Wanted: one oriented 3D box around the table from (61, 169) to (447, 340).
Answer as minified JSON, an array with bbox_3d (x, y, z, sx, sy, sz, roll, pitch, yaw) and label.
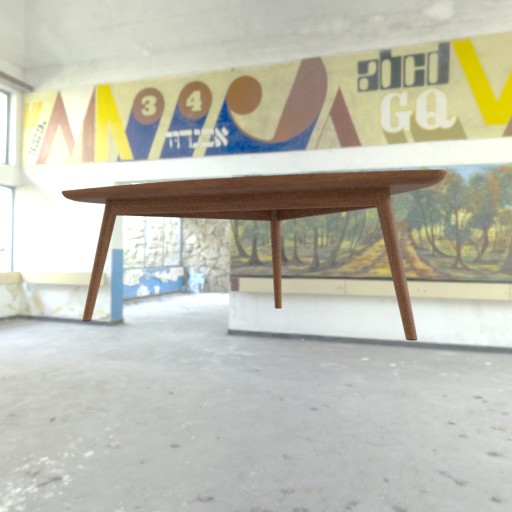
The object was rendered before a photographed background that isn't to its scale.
[{"bbox_3d":[0.000,0.000,1.312,1.008,0.365,0.601,0,0,19],"label":"table"}]
